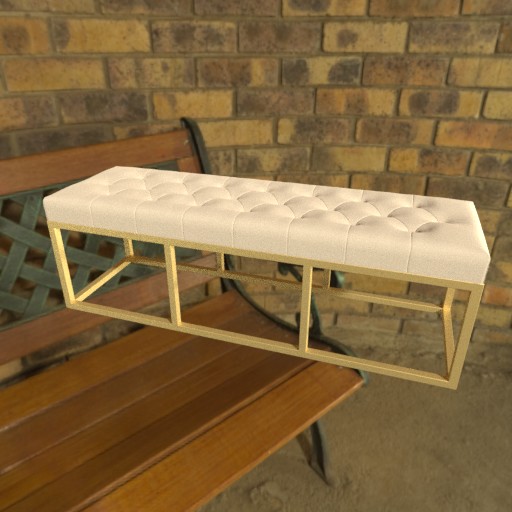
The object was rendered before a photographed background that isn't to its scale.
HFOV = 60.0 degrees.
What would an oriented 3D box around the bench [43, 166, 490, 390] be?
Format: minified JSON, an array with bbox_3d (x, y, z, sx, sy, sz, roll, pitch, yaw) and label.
[{"bbox_3d":[0.000,0.000,1.673,1.473,0.484,0.457,9,28,16],"label":"bench"}]
